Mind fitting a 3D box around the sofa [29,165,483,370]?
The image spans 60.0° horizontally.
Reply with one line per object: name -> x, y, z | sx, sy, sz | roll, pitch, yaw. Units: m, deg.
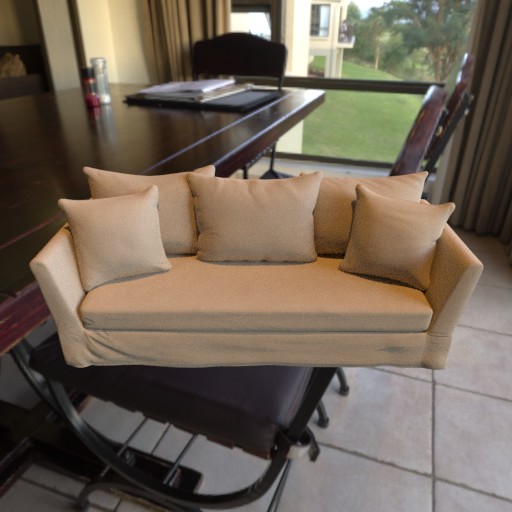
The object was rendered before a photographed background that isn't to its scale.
sofa -> 0.000, 0.000, 2.957 | 2.499, 1.047, 1.046 | 0, 29, 1
